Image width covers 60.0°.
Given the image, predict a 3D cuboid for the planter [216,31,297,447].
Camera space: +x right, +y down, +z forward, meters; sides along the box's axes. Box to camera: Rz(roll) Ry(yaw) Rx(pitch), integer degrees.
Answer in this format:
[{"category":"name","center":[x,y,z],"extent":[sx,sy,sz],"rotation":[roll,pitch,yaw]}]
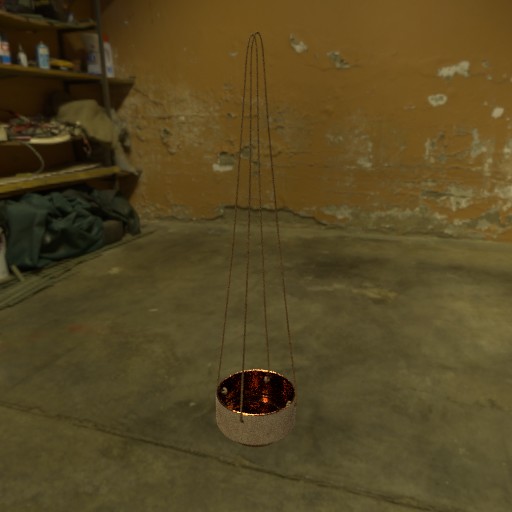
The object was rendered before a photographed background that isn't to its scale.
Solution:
[{"category":"planter","center":[0.000,0.000,1.122],"extent":[0.223,1.030,0.223],"rotation":[-8,18,-25]}]
